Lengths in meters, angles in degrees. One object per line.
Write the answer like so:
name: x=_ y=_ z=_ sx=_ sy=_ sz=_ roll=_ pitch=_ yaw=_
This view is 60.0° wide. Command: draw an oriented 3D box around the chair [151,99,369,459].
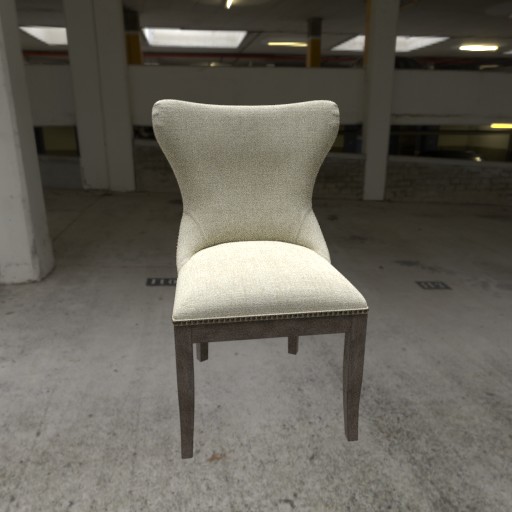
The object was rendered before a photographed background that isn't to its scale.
chair: x=0.000 y=0.000 z=1.488 sx=0.654 sy=1.002 sz=0.681 roll=-3 pitch=18 yaw=-8
